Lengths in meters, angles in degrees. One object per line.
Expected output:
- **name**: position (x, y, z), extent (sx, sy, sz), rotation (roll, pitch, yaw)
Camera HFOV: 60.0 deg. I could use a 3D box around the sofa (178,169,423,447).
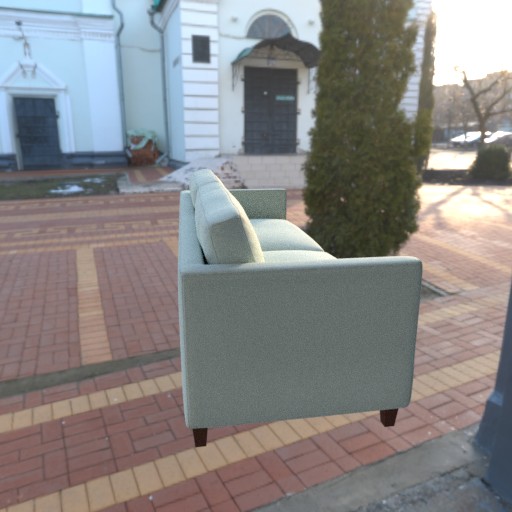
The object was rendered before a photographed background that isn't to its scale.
- **sofa**: position (0.000, 0.000, 2.809), extent (0.948, 0.965, 2.434), rotation (-2, 15, -9)
